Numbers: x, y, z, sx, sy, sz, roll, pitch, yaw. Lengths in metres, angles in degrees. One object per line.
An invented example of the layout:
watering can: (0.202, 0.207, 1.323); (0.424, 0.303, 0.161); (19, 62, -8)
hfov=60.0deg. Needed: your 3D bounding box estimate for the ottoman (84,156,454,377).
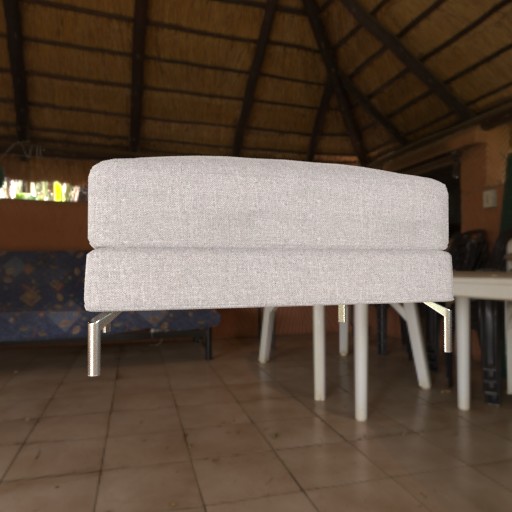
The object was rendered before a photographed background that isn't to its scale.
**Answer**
ottoman: (0.000, 0.000, 1.199); (0.838, 0.457, 0.584); (0, -1, -16)
